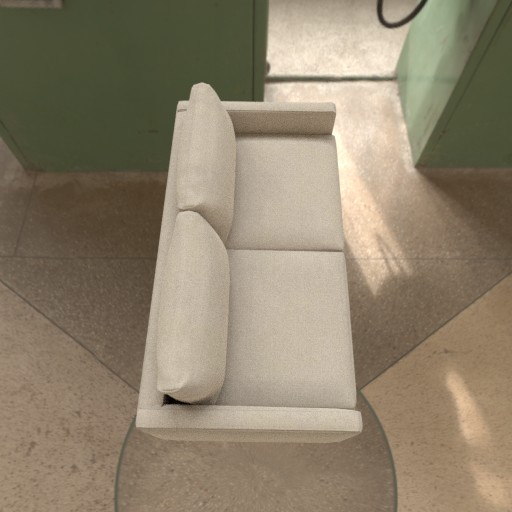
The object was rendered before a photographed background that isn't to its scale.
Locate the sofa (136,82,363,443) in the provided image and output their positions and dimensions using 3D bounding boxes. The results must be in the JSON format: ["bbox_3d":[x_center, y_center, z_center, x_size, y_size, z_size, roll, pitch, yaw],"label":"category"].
[{"bbox_3d":[0.000,0.000,2.186,0.875,0.840,1.682,1,64,0],"label":"sofa"}]
